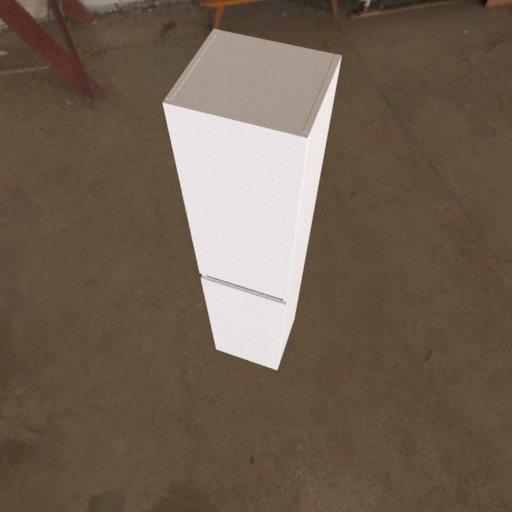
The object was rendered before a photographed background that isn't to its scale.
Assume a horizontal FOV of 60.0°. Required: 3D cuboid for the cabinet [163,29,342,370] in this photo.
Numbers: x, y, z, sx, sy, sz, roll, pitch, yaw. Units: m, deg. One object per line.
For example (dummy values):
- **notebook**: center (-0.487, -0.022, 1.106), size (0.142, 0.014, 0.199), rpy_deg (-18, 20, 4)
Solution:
- **cabinet**: center (0.000, 0.000, 1.515), size (0.300, 1.400, 0.269), rpy_deg (17, 60, 10)
